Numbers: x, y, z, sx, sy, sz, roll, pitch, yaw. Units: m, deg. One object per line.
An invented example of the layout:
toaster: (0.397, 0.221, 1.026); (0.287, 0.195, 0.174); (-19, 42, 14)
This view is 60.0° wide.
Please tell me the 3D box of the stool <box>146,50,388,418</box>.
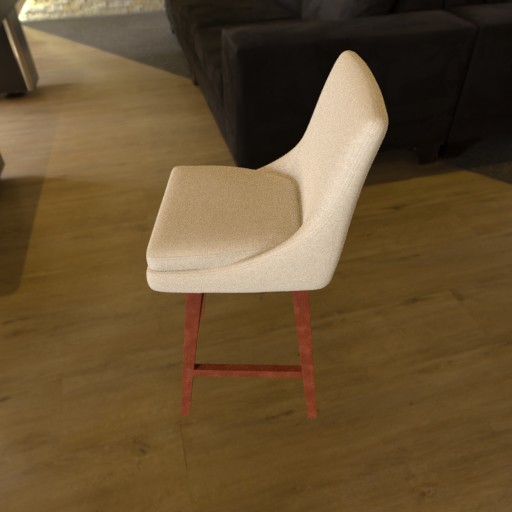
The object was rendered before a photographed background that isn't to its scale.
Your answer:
stool: (0.000, 0.000, 1.368); (0.559, 1.092, 0.470); (1, 41, 1)
